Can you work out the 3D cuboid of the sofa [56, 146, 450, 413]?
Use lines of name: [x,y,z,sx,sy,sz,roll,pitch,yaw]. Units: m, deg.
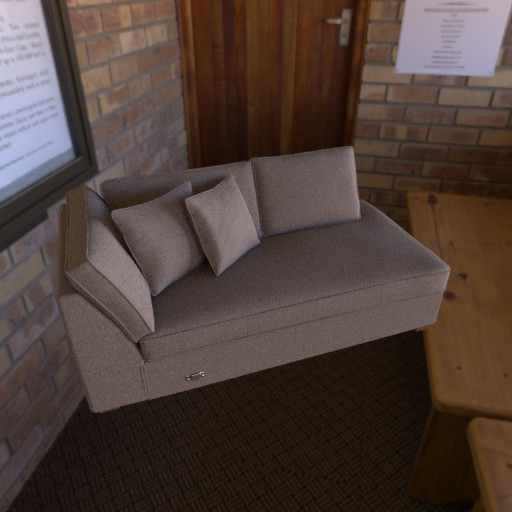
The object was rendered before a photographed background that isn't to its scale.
sofa: [0.000,0.000,2.825,2.237,1.033,1.110,-11,33,-17]
